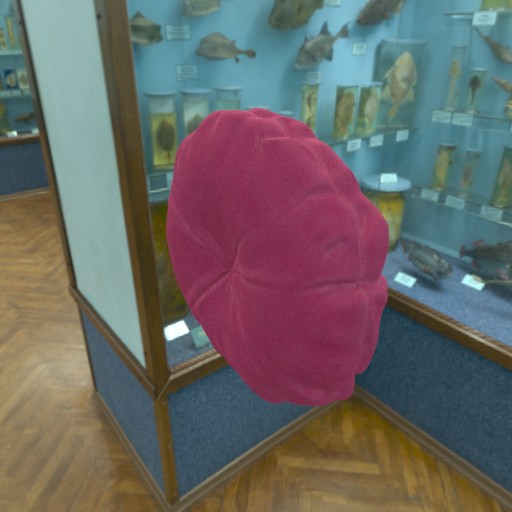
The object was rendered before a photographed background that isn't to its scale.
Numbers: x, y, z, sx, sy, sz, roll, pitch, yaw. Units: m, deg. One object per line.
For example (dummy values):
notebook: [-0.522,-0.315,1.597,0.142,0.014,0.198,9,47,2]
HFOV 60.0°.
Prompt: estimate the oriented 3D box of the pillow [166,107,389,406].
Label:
pillow: [0.000,0.000,0.639,0.148,0.407,0.428,-18,32,-32]
